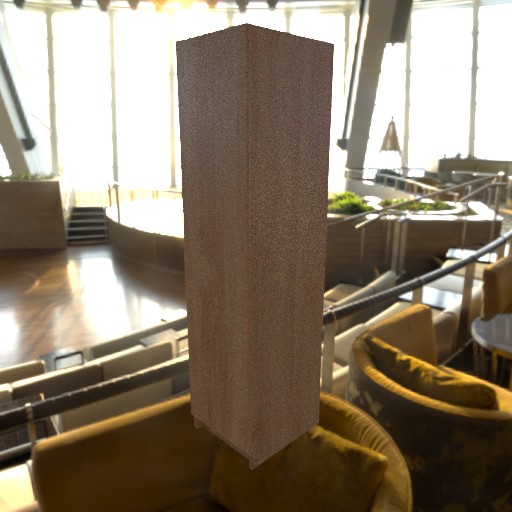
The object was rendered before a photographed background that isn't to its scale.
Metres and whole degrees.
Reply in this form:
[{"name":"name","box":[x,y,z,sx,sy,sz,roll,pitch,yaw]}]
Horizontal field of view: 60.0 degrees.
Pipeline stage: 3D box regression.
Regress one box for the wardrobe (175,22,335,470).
[{"name":"wardrobe","box":[0.000,0.000,2.395,0.588,2.117,0.496,-14,20,-43]}]
